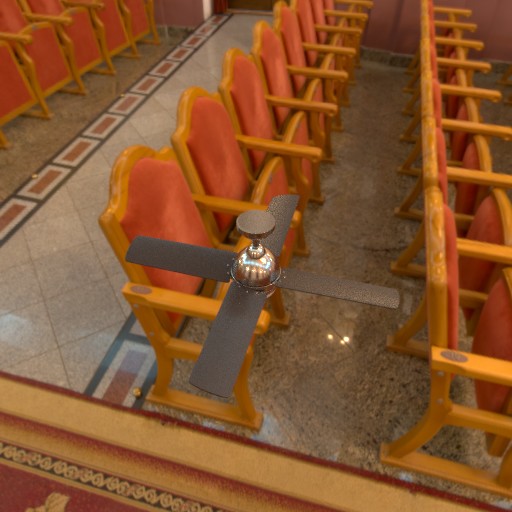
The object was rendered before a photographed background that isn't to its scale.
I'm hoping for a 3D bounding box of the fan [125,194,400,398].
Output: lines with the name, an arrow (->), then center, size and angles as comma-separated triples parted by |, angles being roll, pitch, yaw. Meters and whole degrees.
fan -> 0.000, 0.000, 2.048 | 1.332, 0.403, 1.332 | 11, 43, 12
